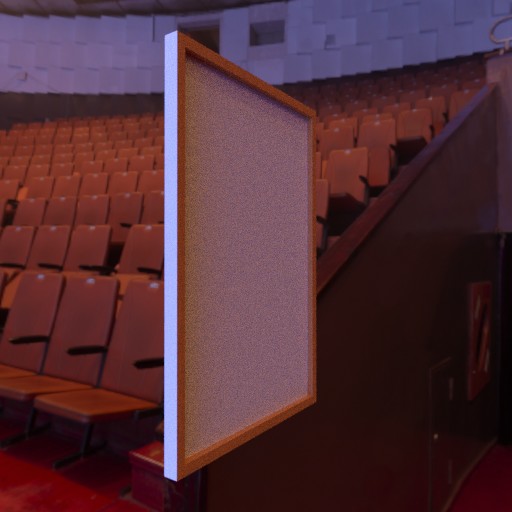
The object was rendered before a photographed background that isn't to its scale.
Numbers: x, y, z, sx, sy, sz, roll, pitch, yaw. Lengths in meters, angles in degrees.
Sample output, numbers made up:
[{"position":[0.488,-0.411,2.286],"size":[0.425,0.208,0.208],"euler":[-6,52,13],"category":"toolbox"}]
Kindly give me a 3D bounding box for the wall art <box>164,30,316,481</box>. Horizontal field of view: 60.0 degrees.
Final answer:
[{"position":[0.000,0.000,1.159],"size":[0.037,0.916,0.610],"euler":[0,0,35],"category":"wall art"}]
